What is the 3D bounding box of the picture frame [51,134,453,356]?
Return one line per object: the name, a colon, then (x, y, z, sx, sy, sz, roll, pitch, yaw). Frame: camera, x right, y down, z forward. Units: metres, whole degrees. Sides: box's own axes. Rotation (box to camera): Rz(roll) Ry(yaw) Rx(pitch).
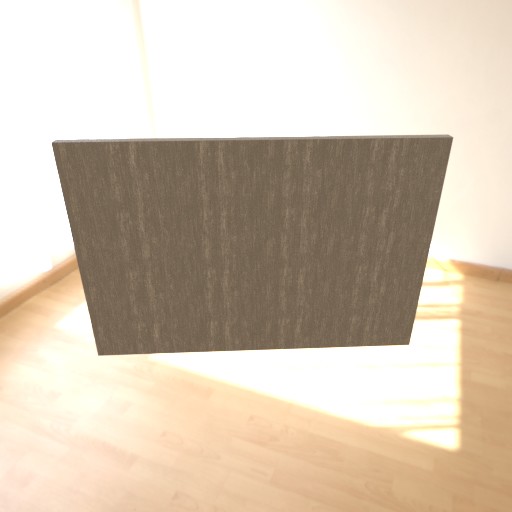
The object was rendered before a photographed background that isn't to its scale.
picture frame: (0.000, 0.000, 1.212, 0.950, 0.640, 0.029, -1, 29, -3)
